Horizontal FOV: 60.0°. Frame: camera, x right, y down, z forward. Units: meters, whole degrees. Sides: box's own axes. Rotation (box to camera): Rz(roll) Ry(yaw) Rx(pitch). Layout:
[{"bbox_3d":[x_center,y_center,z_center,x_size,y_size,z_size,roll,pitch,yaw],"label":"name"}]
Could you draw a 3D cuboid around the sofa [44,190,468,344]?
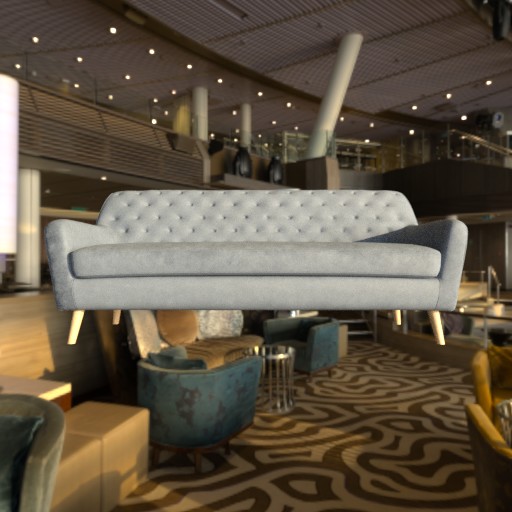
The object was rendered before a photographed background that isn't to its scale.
[{"bbox_3d":[0.000,0.000,2.415,1.975,0.832,0.841,0,-1,0],"label":"sofa"}]
